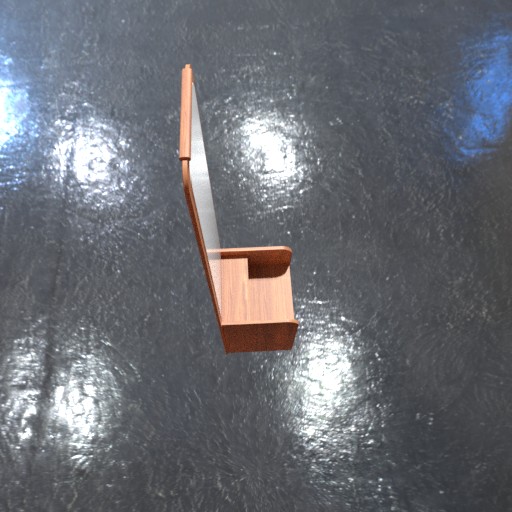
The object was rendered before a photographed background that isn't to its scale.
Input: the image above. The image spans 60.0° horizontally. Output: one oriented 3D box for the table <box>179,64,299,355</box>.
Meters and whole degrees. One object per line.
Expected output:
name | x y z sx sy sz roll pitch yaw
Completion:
table | 0.000 0.000 2.018 0.420 1.830 0.450 -3 64 -1
